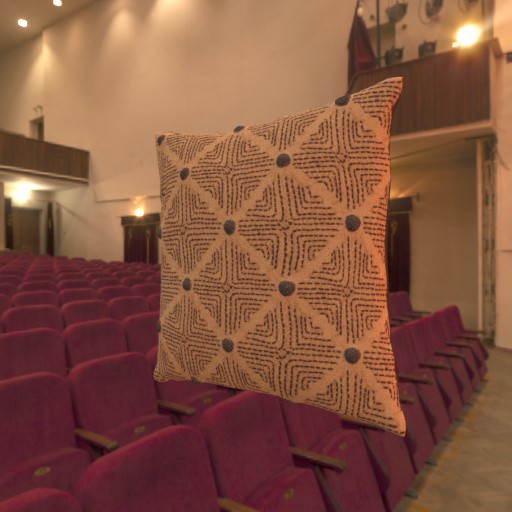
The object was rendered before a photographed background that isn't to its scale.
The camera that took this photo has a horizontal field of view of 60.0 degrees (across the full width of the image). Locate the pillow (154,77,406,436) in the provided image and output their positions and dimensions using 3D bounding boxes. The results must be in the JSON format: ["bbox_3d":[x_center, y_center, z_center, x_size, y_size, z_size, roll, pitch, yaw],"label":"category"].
[{"bbox_3d":[0.000,0.000,0.768,0.510,0.510,0.145,0,0,35],"label":"pillow"}]
